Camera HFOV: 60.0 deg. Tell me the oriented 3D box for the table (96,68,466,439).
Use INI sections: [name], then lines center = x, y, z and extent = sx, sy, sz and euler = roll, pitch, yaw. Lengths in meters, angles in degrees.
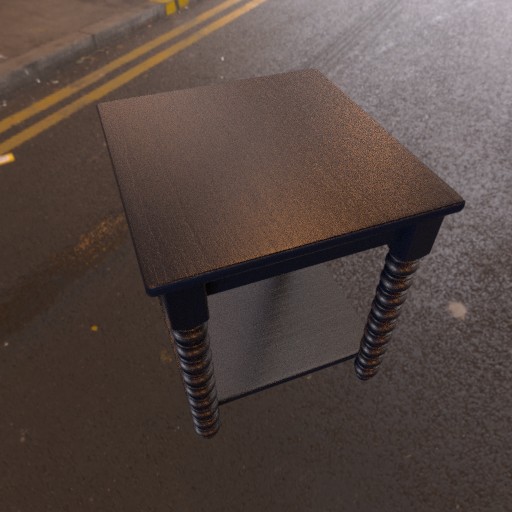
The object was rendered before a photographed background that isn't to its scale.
[table]
center = 0.000, 0.000, 0.996
extent = 0.500, 0.567, 0.533
euler = -15, 48, -14
